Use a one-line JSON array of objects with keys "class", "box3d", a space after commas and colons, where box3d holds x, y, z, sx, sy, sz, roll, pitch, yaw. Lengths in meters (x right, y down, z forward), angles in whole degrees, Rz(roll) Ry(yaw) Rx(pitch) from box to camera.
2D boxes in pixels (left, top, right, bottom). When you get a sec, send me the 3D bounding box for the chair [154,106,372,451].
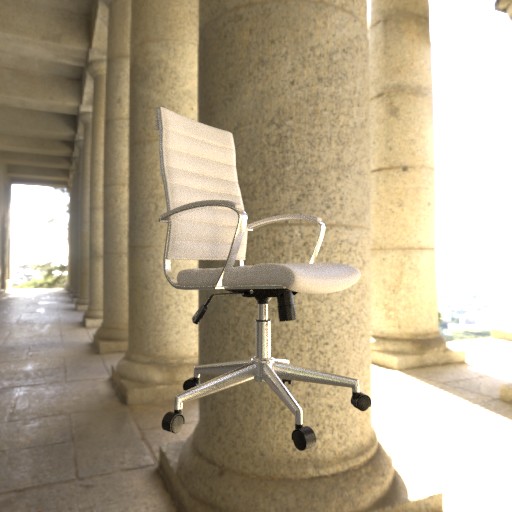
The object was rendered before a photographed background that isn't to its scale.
[{"class": "chair", "box3d": [0.000, 0.000, 1.685, 0.739, 1.149, 0.766, -1, -1, 36]}]
